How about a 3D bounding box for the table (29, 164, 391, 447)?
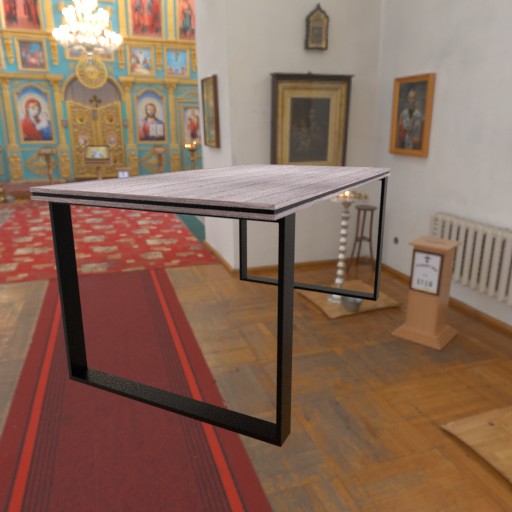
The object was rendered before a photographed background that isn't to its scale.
[{"bbox_3d":[0.000,0.000,2.045,0.881,0.736,1.579,7,16,25],"label":"table"}]
